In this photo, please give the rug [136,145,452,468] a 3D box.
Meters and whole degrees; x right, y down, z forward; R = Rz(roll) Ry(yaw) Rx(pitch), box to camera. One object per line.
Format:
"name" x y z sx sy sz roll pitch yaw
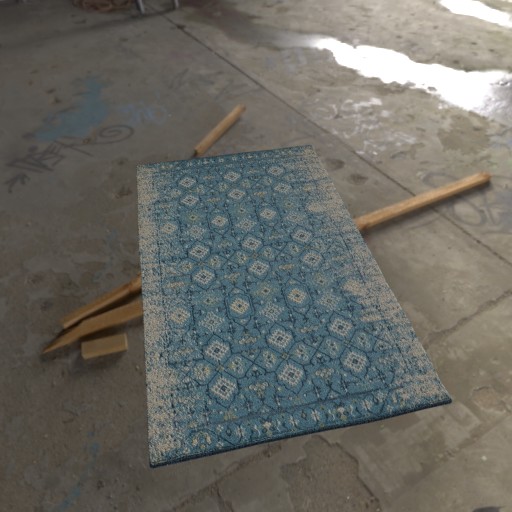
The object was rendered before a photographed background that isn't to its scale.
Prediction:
"rug" 0.000 0.000 2.959 1.530 0.015 2.449 -9 47 -8
